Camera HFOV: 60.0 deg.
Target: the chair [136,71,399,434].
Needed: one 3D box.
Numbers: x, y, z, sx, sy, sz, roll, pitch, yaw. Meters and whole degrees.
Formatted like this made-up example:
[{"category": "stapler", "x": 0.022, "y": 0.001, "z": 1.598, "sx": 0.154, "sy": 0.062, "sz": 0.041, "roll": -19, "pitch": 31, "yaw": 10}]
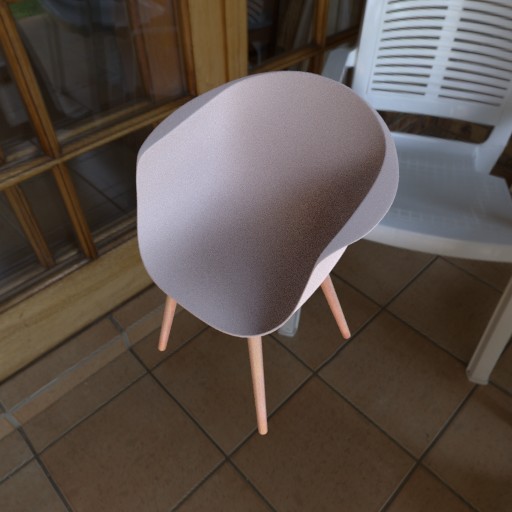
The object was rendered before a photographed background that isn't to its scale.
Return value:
[{"category": "chair", "x": 0.000, "y": 0.000, "z": 1.162, "sx": 0.593, "sy": 0.781, "sz": 0.504, "roll": 31, "pitch": 53, "yaw": 27}]
